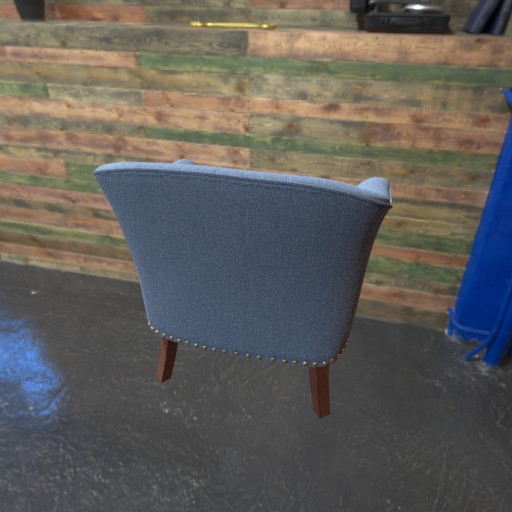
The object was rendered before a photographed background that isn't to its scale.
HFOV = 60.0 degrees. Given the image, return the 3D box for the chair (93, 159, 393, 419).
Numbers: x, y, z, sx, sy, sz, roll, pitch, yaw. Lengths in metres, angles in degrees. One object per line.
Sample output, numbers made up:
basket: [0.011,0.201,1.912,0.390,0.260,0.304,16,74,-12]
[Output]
chair: [0.000,0.000,1.412,0.772,0.815,0.704,9,32,14]
